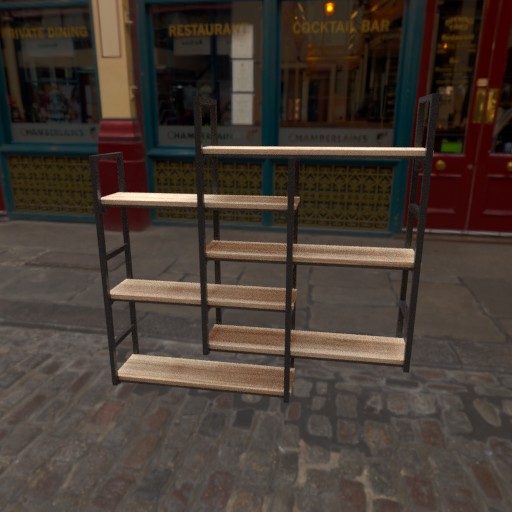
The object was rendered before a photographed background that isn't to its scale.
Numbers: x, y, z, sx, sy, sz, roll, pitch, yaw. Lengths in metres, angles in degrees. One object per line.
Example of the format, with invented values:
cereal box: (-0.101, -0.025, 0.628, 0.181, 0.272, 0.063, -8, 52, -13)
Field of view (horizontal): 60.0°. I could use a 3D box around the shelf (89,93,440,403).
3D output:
shelf: (0.000, 0.000, 1.368, 0.946, 0.921, 0.183, 3, 17, 9)
